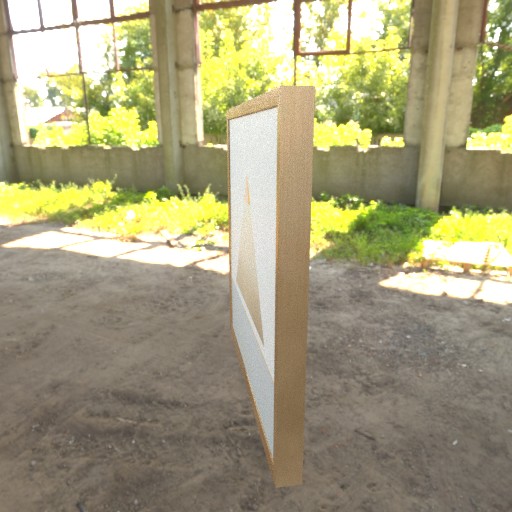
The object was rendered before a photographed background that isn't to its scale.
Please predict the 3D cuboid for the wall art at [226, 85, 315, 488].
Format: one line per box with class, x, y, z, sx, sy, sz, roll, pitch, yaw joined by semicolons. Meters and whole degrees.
wall art;0.000;0.000;0.779;0.038;0.511;0.513;-3;15;-10
